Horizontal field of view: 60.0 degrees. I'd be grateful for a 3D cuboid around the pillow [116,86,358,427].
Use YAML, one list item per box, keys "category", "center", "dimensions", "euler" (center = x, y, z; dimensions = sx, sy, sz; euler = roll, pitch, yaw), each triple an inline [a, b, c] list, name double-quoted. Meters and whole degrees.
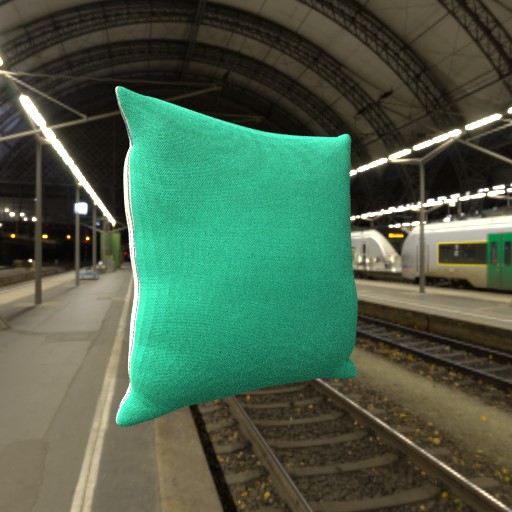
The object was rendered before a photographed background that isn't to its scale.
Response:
- category: "pillow"
  center: [0.000, 0.000, 0.685]
  dimensions: [0.440, 0.441, 0.182]
  euler: [0, 0, -36]
